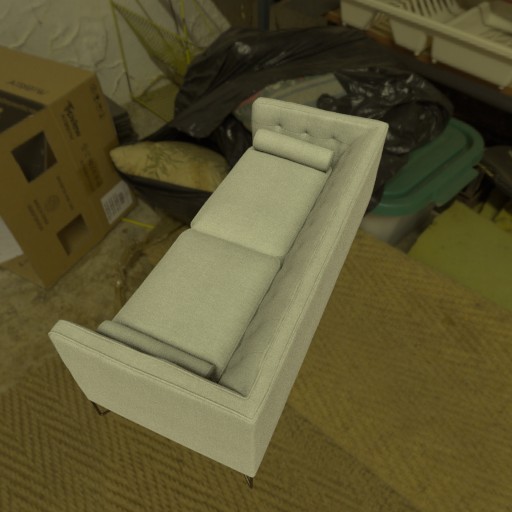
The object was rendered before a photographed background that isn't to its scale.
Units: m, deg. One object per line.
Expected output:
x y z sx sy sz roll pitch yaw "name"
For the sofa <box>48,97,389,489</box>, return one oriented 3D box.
0.000 0.000 2.518 0.912 0.798 2.079 18 50 16 "sofa"
